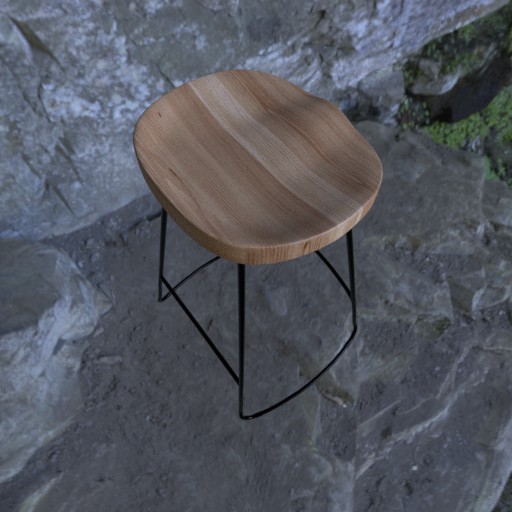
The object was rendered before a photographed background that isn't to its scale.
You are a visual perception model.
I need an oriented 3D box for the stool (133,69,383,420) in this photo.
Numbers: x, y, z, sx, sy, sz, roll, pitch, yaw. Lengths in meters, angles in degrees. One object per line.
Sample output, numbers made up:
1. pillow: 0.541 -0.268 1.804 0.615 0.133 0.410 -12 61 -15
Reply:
1. stool: 0.000 0.000 0.983 0.401 0.679 0.480 -33 63 -19
